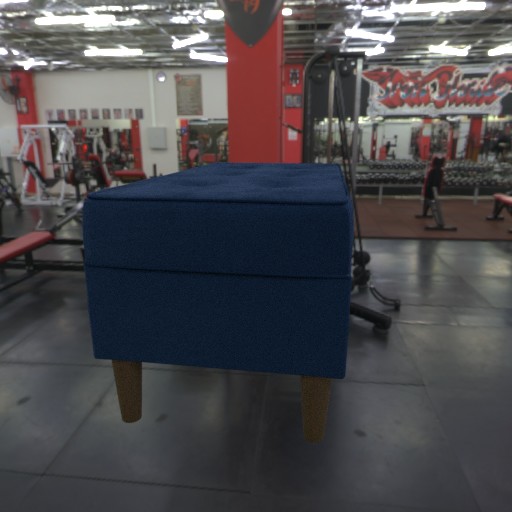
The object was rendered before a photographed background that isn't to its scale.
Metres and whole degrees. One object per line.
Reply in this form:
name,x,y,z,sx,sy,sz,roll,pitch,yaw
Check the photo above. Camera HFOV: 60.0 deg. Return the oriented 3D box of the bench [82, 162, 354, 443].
bench,0.000,0.000,1.268,0.489,0.467,1.010,2,15,9
